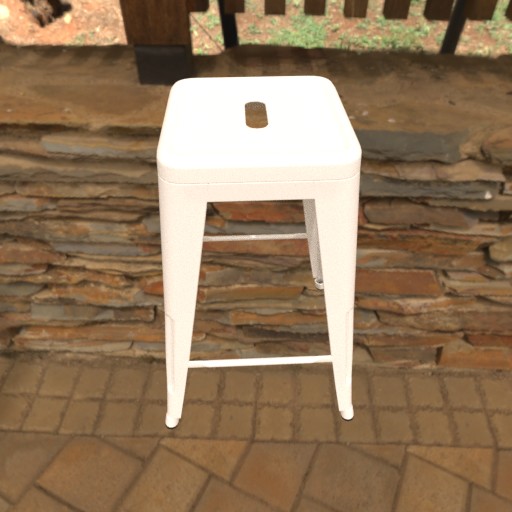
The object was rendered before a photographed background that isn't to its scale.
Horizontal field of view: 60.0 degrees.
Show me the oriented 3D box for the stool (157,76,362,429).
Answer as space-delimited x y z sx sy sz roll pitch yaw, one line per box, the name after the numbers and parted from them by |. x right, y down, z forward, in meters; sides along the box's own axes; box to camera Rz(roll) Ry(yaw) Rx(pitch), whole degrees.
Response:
0.000 0.000 0.884 0.406 0.610 0.406 -2 43 -2 | stool
